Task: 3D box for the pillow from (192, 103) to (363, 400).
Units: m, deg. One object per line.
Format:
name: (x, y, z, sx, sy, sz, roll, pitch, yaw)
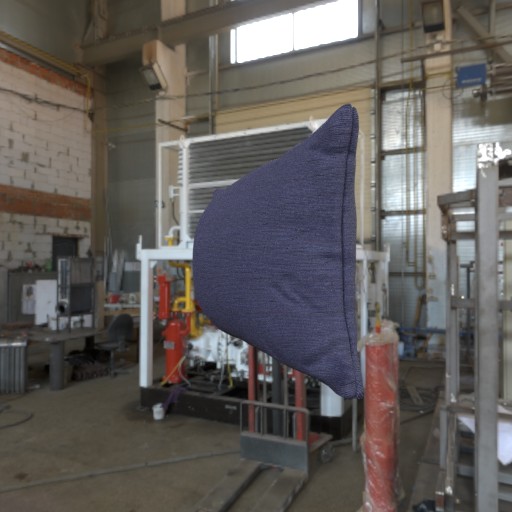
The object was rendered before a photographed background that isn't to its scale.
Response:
pillow: (0.000, 0.000, 0.793, 0.210, 0.338, 0.633, 0, -1, -19)
